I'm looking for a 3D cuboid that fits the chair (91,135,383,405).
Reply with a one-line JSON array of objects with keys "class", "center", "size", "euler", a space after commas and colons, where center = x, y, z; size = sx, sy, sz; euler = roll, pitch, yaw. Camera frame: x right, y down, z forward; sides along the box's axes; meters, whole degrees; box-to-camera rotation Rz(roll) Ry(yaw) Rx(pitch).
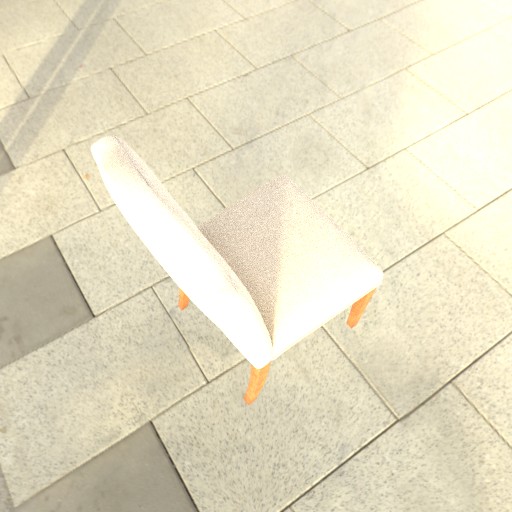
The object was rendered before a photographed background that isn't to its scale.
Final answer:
[{"class": "chair", "center": [0.000, 0.000, 1.370], "size": [0.648, 1.012, 0.534], "euler": [-32, 63, -18]}]
